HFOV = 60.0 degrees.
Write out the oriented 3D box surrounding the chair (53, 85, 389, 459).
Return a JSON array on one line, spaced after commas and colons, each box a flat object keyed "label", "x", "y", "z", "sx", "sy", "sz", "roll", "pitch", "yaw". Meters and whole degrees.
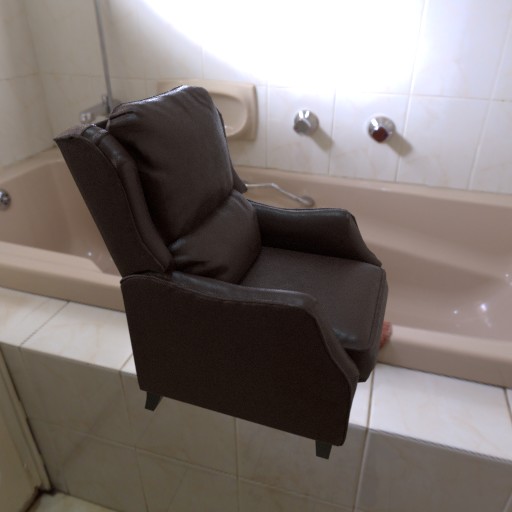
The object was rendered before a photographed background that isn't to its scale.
[{"label": "chair", "x": 0.000, "y": 0.000, "z": 1.660, "sx": 0.982, "sy": 1.132, "sz": 0.770, "roll": 10, "pitch": 31, "yaw": 17}]
